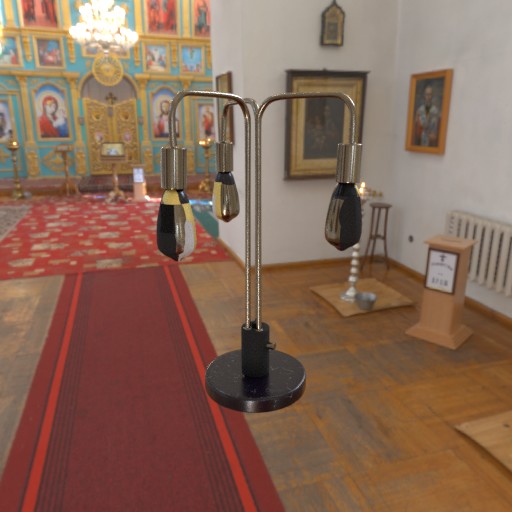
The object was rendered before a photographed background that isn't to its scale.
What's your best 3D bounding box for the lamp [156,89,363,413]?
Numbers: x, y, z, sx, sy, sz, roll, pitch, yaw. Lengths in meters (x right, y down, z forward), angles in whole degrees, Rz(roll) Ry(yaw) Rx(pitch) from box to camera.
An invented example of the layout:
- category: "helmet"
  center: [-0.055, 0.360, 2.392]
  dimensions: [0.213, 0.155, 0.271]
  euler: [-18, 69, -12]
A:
- category: "lamp"
  center: [0.000, 0.000, 0.809]
  dimensions: [0.368, 0.560, 0.355]
  euler: [8, 17, 27]
